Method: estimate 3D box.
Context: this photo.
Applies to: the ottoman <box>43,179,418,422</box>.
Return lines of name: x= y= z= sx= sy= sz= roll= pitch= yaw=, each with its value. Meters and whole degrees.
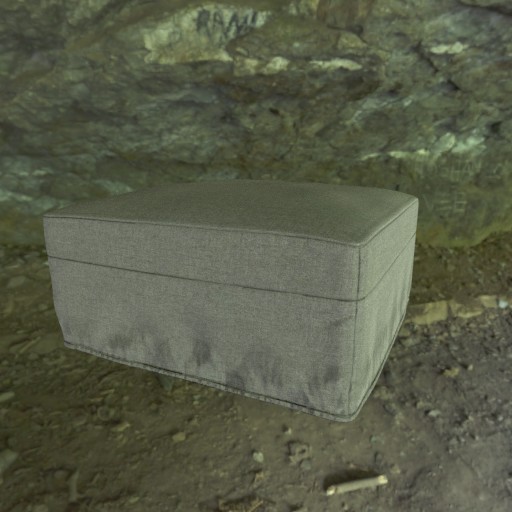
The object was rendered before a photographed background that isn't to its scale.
ottoman: x=0.000 y=0.000 z=1.344 sx=0.840 sy=0.436 sz=0.843 roll=7 pitch=15 yaw=25
